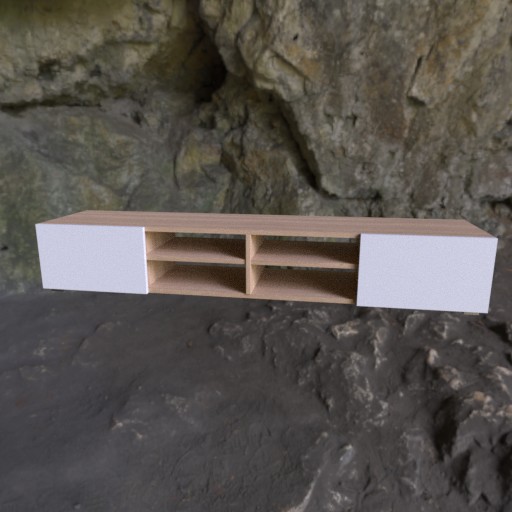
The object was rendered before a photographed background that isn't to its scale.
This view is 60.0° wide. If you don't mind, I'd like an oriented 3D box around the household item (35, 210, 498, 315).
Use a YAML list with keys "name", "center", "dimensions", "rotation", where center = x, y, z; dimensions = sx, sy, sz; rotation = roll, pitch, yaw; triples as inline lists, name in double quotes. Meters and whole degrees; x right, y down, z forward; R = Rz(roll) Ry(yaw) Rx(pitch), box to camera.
- name: "household item"
  center: [0.000, 0.000, 1.995]
  dimensions: [1.850, 0.310, 0.420]
  rotation: [2, 14, 9]
